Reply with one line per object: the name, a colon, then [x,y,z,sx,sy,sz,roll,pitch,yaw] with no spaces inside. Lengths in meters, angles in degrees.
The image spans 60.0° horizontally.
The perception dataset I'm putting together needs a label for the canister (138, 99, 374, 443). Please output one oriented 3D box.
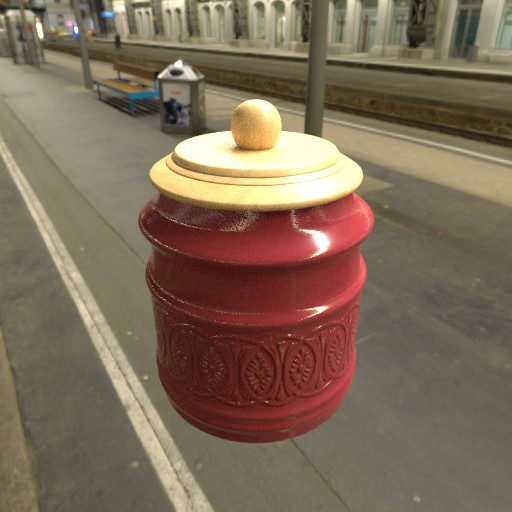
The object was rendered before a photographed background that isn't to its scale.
canister: [0.000,0.000,0.263,0.130,0.176,0.130,0,27,0]
